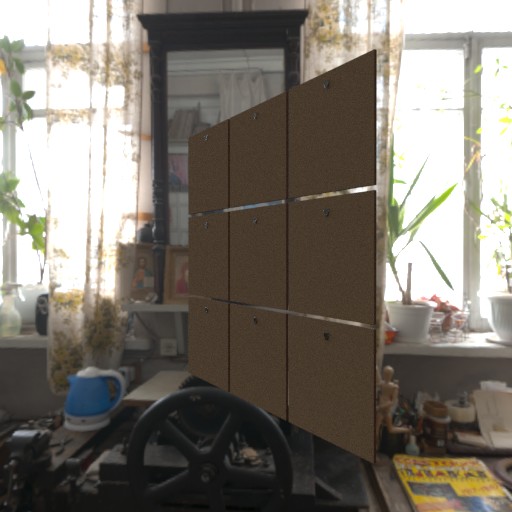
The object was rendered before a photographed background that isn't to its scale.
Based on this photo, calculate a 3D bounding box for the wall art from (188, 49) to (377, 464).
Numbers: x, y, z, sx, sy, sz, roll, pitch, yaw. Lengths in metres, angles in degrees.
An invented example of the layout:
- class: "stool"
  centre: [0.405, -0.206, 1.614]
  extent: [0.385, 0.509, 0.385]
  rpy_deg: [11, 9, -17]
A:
- class: "wall art"
  centre: [0.000, 0.000, 2.266]
  extent: [0.019, 1.532, 1.533]
  rpy_deg: [0, 0, -35]
